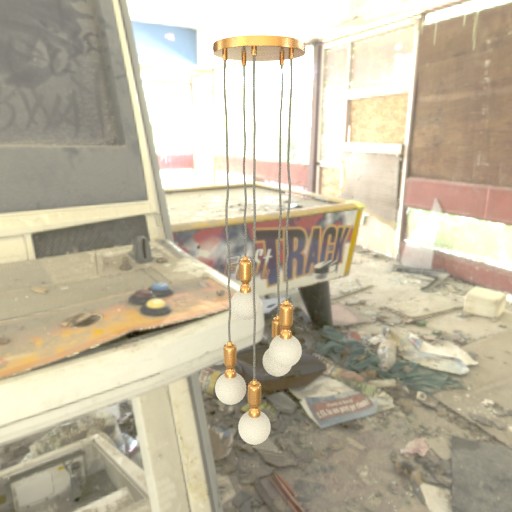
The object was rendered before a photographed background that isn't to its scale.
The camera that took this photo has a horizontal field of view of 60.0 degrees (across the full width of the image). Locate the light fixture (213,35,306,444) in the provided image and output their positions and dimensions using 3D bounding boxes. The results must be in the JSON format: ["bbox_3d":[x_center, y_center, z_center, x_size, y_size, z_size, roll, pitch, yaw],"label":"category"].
[{"bbox_3d":[0.000,0.000,0.523,0.105,0.457,0.108,-3,16,-9],"label":"light fixture"}]
